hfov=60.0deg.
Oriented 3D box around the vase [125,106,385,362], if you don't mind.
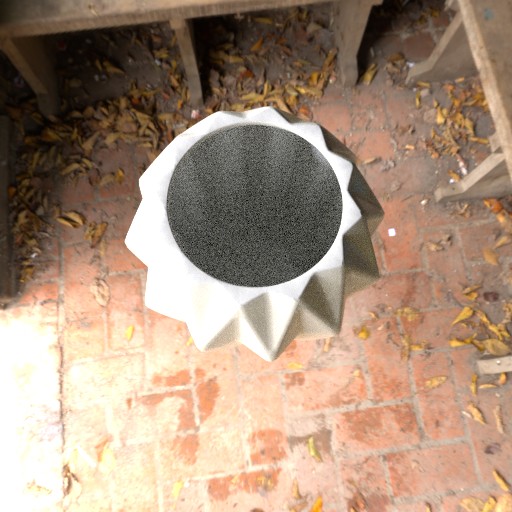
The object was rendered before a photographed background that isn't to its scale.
[{"bbox_3d":[0.000,0.000,0.409,0.195,0.275,0.195,0,75,0],"label":"vase"}]
